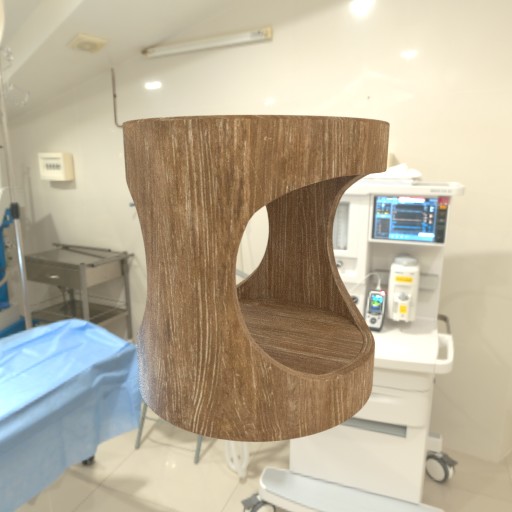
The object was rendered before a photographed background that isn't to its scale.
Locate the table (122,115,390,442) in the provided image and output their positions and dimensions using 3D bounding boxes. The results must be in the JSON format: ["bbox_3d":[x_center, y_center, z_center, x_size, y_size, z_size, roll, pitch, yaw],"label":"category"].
[{"bbox_3d":[0.000,0.000,0.973,0.527,0.551,0.527,0,13,0],"label":"table"}]
